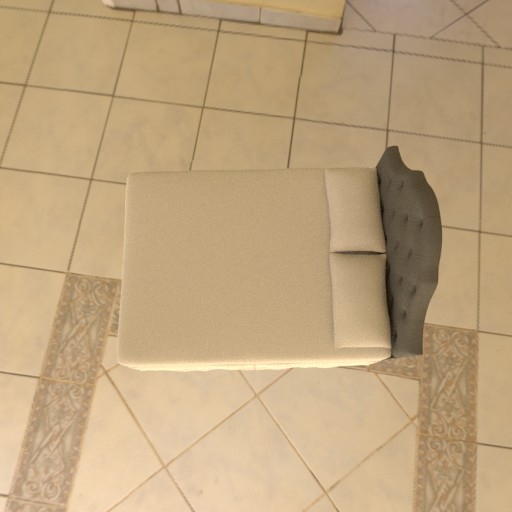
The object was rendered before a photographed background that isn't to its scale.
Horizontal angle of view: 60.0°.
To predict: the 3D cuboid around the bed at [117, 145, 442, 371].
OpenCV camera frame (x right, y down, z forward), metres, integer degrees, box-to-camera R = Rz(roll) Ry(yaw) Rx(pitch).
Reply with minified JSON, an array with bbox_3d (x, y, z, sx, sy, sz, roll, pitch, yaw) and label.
[{"bbox_3d":[0.000,0.000,3.325,2.155,1.575,1.636,-1,75,0],"label":"bed"}]
